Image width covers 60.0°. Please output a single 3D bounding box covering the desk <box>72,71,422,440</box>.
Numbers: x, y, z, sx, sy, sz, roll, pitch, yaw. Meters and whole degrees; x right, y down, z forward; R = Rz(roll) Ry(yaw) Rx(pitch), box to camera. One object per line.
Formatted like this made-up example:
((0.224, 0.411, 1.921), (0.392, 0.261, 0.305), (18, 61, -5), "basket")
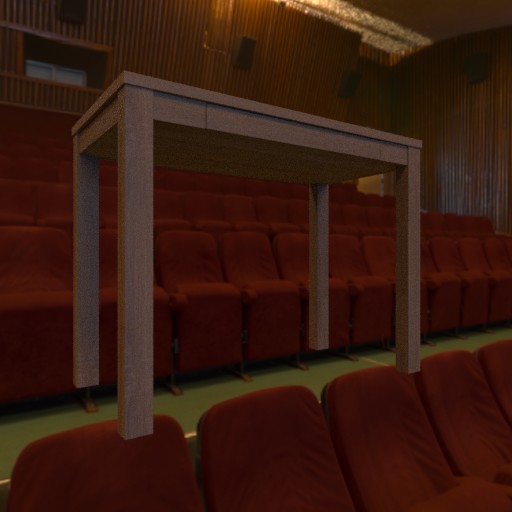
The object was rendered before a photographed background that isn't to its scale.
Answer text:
((0.000, 0.000, 1.393), (0.991, 0.762, 0.495), (0, 0, -34), "desk")
